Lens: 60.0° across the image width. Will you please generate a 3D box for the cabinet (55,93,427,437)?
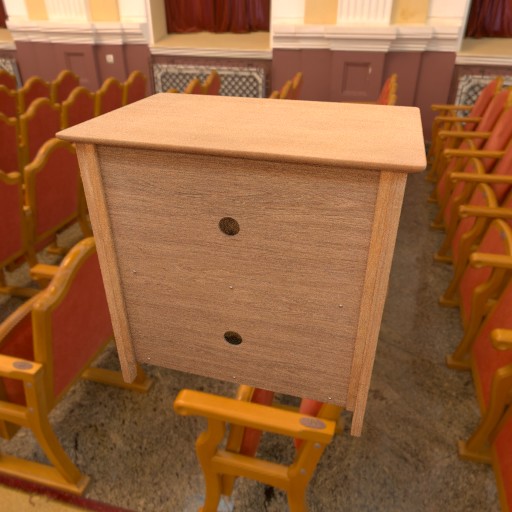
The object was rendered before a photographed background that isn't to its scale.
[{"bbox_3d":[0.000,0.000,1.258,0.763,0.762,0.503,8,31,14],"label":"cabinet"}]
